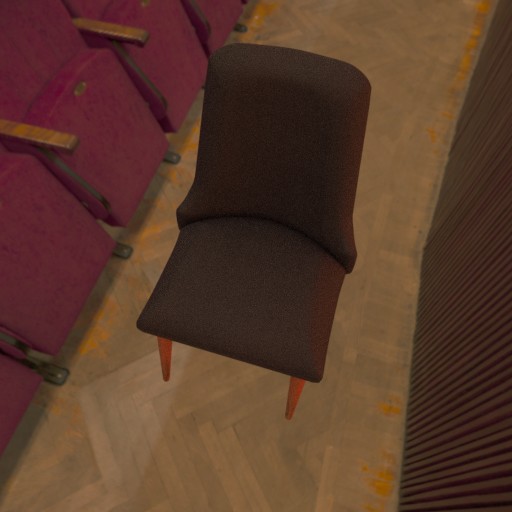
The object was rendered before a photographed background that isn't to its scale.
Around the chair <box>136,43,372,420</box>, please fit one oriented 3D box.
[{"bbox_3d":[0.000,0.000,1.149,0.504,0.820,0.567,14,60,9],"label":"chair"}]
